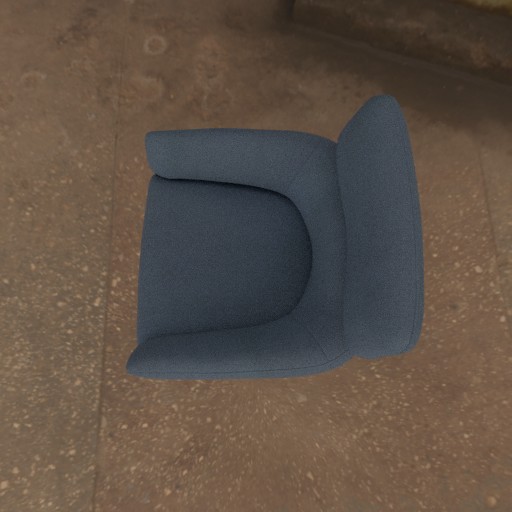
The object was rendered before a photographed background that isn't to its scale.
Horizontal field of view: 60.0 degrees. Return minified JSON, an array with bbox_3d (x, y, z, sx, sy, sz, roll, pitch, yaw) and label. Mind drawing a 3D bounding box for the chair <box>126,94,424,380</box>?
[{"bbox_3d":[0.000,0.000,1.368,0.761,0.813,0.738,0,75,0],"label":"chair"}]
